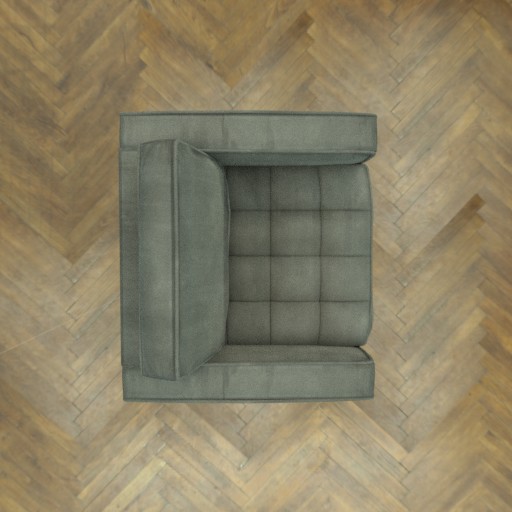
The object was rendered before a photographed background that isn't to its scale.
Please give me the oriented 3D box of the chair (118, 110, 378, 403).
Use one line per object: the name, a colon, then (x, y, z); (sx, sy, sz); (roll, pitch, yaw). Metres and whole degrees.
chair: (0.000, 0.000, 1.538); (0.843, 0.773, 0.928); (0, 92, -1)
